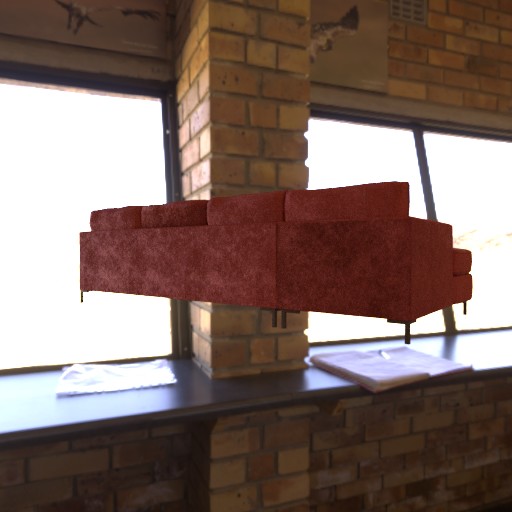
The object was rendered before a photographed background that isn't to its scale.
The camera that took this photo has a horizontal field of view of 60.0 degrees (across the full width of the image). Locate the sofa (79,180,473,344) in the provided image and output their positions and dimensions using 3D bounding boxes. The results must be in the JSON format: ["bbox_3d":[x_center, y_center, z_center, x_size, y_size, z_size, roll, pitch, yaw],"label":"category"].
[{"bbox_3d":[0.000,0.000,4.083,3.400,0.967,1.500,1,1,37],"label":"sofa"}]
